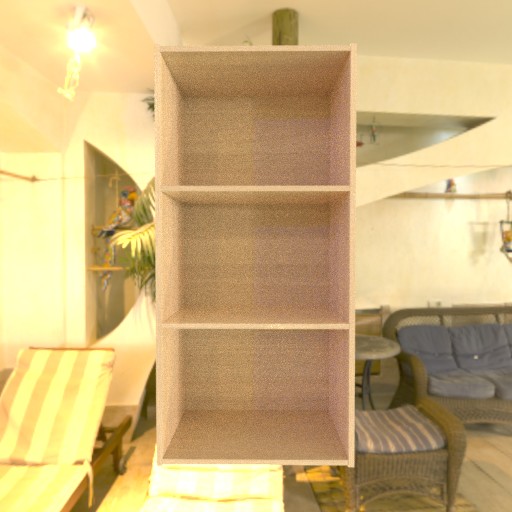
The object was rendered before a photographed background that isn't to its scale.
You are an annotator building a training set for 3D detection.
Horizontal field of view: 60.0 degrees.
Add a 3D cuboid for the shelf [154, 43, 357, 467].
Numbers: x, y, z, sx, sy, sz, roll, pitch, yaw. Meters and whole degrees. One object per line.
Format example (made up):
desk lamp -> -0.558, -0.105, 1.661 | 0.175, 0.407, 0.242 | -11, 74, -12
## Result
shelf -> 0.000, 0.000, 1.064 | 0.417, 0.876, 0.292 | 0, 1, 1
